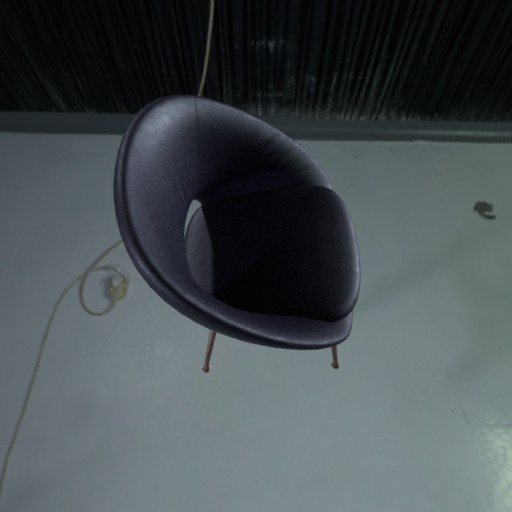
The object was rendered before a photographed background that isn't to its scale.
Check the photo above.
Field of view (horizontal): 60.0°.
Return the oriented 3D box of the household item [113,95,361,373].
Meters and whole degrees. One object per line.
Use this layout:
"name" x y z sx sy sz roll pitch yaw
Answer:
"household item" 0.000 0.000 1.252 0.573 0.852 0.623 -1 63 -1
